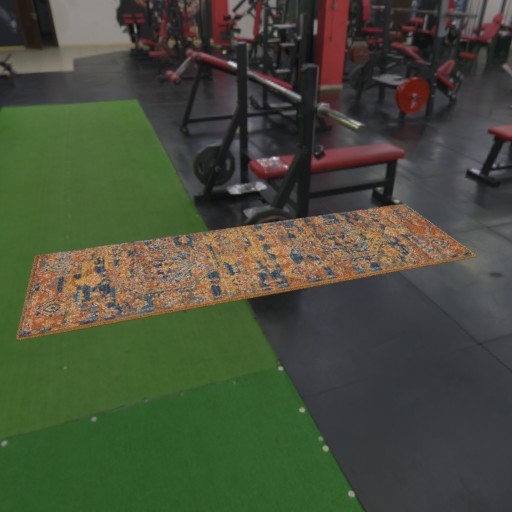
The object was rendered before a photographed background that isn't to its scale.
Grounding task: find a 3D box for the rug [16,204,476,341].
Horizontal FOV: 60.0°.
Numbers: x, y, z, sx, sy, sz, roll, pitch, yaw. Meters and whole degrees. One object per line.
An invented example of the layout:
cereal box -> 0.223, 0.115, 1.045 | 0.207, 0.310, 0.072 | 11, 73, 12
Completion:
rug -> 0.000, 0.000, 1.906 | 1.820, 0.013, 0.556 | -9, 33, -14
